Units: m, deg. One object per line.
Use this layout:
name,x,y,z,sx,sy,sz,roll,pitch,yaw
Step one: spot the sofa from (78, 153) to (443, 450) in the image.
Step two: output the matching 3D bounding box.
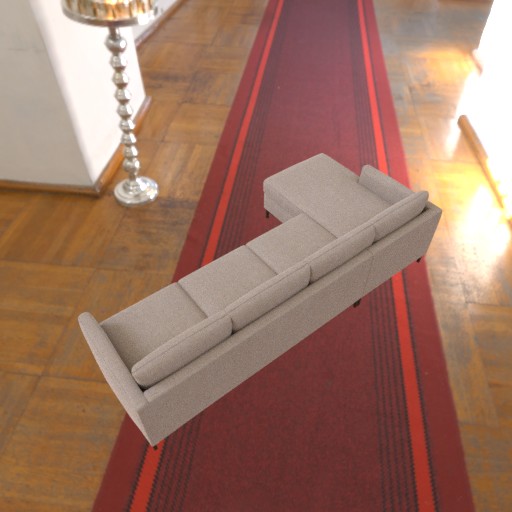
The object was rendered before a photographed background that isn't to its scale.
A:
sofa,0.000,0.000,3.674,2.923,0.816,1.469,-29,53,-25
